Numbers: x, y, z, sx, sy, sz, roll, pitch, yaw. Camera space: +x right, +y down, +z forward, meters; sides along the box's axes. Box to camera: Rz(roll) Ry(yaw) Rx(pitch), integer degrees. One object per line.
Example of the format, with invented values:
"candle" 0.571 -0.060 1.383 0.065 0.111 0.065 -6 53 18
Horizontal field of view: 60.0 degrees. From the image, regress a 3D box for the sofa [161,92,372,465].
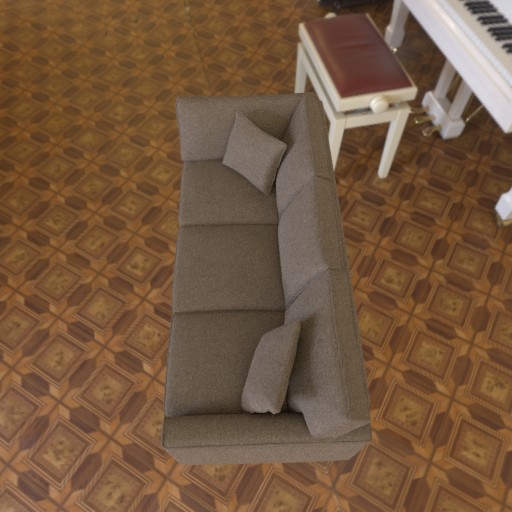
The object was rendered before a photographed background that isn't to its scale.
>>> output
"sofa" 0.000 0.000 2.832 1.061 0.962 2.317 -1 58 -1
